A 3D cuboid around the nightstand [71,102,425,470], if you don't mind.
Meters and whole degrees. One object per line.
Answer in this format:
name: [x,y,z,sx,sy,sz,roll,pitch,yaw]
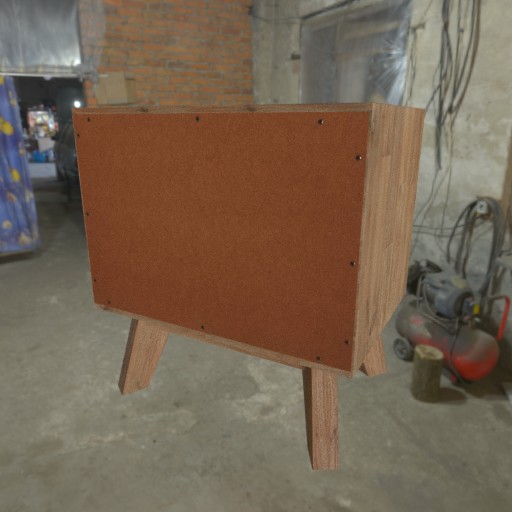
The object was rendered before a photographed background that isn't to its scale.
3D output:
nightstand: [0.000,0.000,0.932,0.552,0.589,0.396,9,19,28]
